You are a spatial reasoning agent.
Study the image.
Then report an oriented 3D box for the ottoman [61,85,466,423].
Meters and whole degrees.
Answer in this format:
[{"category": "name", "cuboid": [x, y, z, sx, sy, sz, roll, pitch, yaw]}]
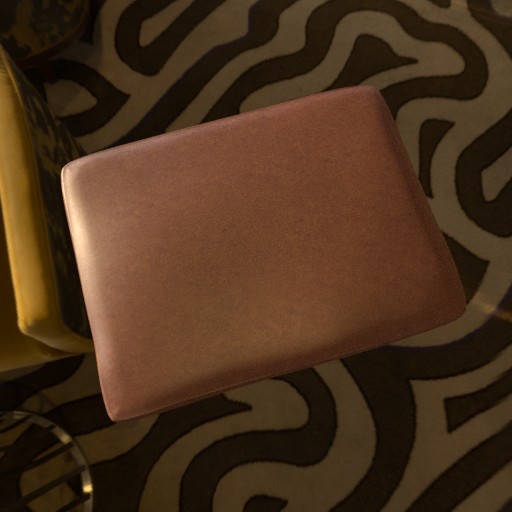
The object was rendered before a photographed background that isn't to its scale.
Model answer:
[{"category": "ottoman", "cuboid": [0.000, 0.000, 1.228, 0.851, 0.485, 0.650, -16, 76, -4]}]
